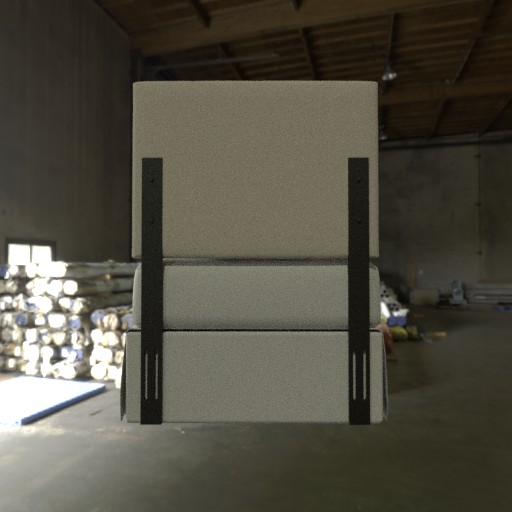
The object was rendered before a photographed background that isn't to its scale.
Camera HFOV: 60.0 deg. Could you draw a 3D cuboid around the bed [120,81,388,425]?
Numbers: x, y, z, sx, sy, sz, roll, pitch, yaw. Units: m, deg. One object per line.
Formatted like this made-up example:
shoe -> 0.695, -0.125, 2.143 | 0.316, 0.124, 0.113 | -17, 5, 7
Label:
bed -> 0.000, 0.000, 2.996 | 1.261, 1.571, 1.997 | 0, -1, 0
